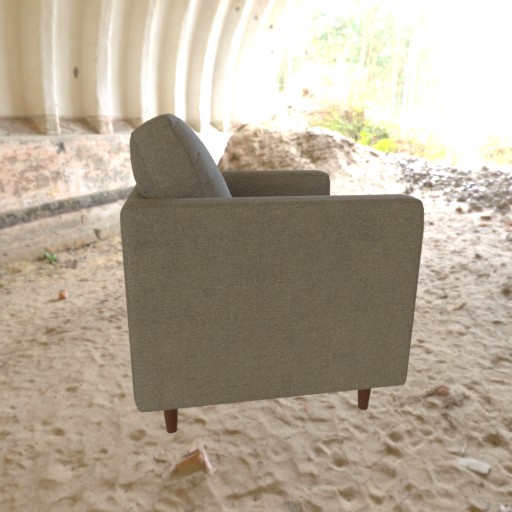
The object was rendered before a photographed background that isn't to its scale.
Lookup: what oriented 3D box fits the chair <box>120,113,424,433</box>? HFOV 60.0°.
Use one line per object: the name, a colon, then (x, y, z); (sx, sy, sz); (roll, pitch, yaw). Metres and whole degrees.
chair: (0.000, 0.000, 1.530); (0.800, 0.927, 0.855); (-3, 16, -10)
